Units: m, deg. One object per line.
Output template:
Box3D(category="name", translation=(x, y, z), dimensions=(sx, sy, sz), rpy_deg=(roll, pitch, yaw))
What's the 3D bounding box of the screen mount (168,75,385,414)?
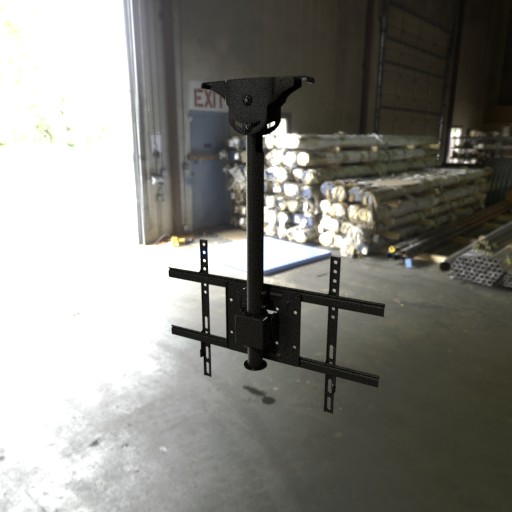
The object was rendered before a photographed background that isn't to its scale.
Box3D(category="screen mount", translation=(0.000, 0.000, 1.045), dimensions=(0.595, 0.775, 0.090), rpy_deg=(8, 17, 28))
